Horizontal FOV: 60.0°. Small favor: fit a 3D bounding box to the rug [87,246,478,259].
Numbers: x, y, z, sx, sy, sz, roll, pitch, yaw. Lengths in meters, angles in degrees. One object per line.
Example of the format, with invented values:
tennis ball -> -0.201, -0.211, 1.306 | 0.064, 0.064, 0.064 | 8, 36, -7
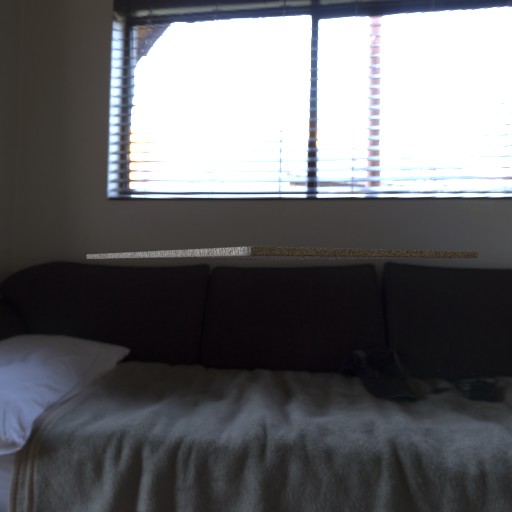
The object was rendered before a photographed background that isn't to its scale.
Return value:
rug -> 0.000, 0.000, 2.184 | 1.199, 0.025, 1.600 | 1, -1, -36
